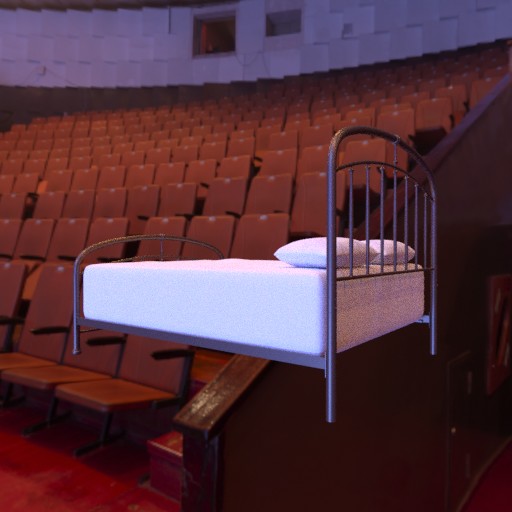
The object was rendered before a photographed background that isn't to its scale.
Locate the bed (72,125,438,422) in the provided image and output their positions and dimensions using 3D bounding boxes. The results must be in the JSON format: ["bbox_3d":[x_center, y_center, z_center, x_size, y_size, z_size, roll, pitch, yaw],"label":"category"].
[{"bbox_3d":[0.000,0.000,3.311,2.168,1.475,1.711,1,1,37],"label":"bed"}]
